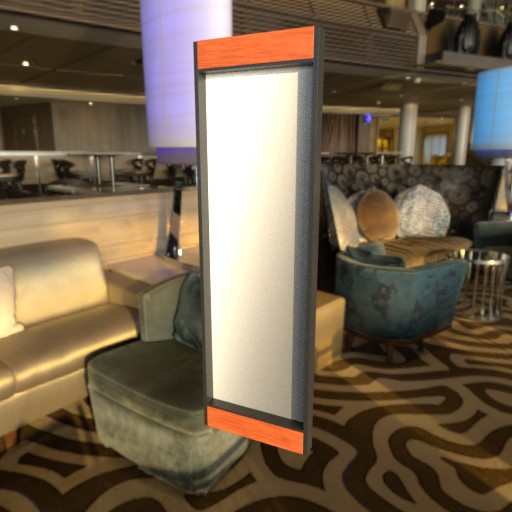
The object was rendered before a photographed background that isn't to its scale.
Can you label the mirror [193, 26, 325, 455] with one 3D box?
[{"bbox_3d":[0.000,0.000,1.228,0.343,1.123,0.047,6,14,25],"label":"mirror"}]
